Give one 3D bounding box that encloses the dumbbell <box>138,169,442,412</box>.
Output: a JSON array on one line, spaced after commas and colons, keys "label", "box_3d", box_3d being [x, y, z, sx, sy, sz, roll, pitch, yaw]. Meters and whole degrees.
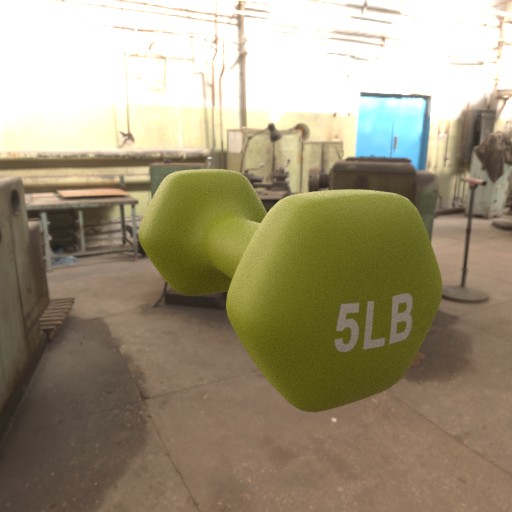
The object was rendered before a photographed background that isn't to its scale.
[{"label": "dumbbell", "box_3d": [0.000, 0.000, 0.206, 0.080, 0.072, 0.164, -7, 16, -25]}]
